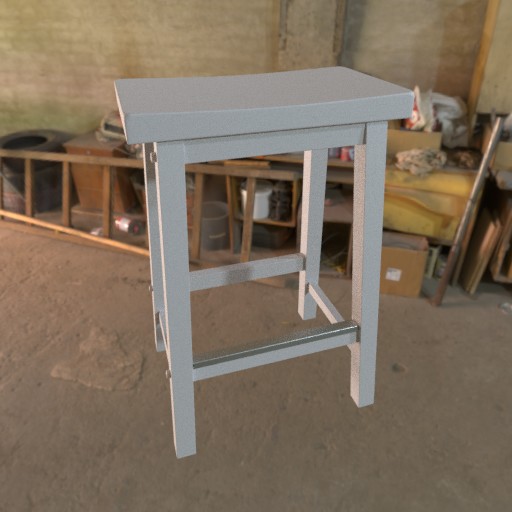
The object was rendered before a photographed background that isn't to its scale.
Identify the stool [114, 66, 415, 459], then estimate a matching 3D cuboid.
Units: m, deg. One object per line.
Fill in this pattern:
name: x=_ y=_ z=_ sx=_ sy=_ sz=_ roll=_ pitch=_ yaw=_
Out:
stool: x=0.000 y=0.000 z=0.831 sx=0.406 sy=0.610 sz=0.322 roll=-10 pitch=33 yaw=-15
